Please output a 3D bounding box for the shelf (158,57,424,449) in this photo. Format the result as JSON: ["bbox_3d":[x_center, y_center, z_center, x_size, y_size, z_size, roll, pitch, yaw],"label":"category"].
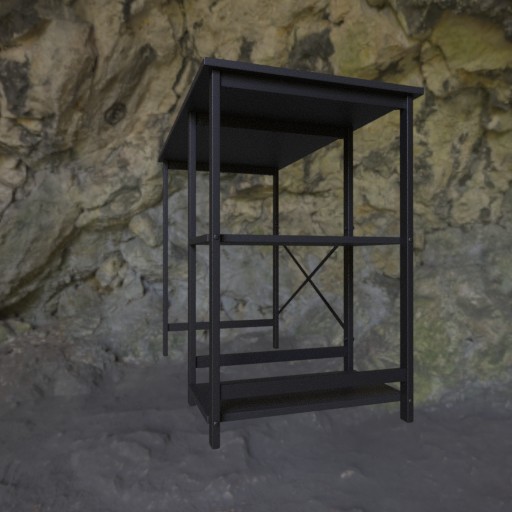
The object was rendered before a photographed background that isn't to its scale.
[{"bbox_3d":[0.000,0.000,1.340,0.498,0.749,0.902,0,0,-18],"label":"shelf"}]
